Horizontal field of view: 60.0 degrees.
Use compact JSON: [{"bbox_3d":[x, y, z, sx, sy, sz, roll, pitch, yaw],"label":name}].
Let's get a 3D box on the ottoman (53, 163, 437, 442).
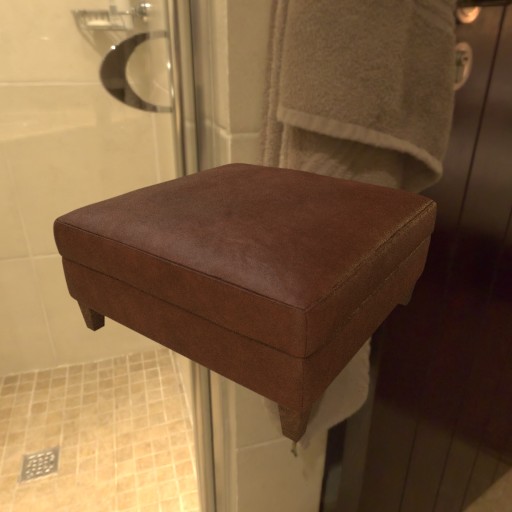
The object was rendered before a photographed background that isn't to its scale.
[{"bbox_3d":[0.000,0.000,1.361,0.844,0.415,0.836,17,30,32],"label":"ottoman"}]
